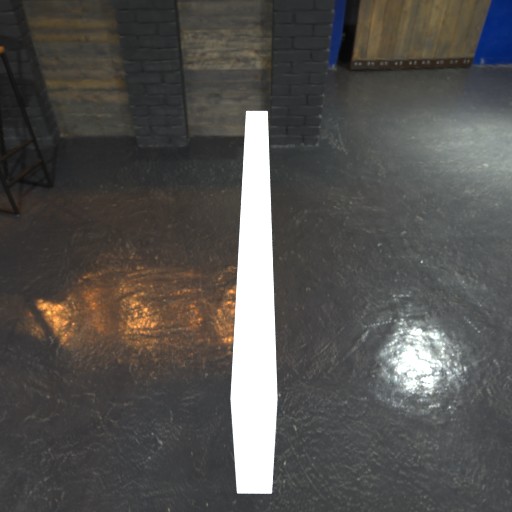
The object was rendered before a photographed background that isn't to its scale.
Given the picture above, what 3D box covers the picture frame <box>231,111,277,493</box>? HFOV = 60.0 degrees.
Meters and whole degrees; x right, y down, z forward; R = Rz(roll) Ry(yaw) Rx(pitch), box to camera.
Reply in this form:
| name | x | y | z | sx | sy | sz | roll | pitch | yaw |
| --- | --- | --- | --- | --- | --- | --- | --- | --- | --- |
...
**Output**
| name | x | y | z | sx | sy | sz | roll | pitch | yaw |
| --- | --- | --- | --- | --- | --- | --- | --- | --- | --- |
| picture frame | 0.000 | 0.000 | 0.845 | 0.050 | 0.250 | 0.759 | 0 | 41 | 0 |
